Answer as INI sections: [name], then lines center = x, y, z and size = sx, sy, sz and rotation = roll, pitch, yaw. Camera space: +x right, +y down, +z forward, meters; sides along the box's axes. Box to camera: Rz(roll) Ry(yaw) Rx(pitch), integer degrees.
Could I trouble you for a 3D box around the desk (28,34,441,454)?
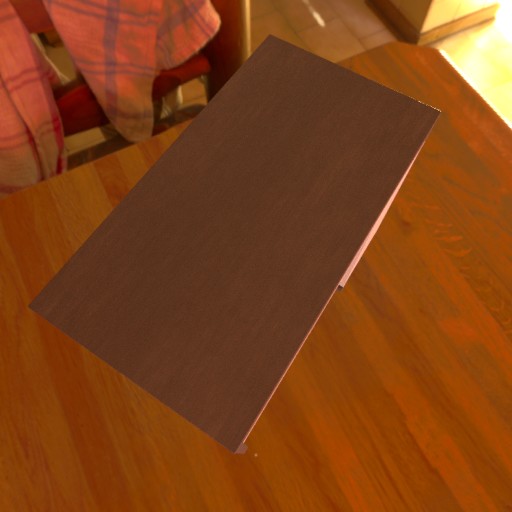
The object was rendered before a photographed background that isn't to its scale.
[desk]
center = 0.000, 0.000, 1.529
size = 0.600, 0.750, 1.100
rotation = 30, 69, 13
